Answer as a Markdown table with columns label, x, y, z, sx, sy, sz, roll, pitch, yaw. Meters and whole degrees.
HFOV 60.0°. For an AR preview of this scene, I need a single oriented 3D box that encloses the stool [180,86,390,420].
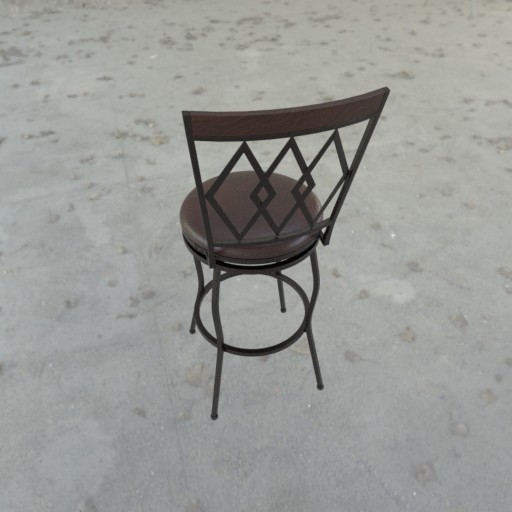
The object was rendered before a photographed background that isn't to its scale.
| label | x | y | z | sx | sy | sz | roll | pitch | yaw |
| --- | --- | --- | --- | --- | --- | --- | --- | --- | --- |
| stool | 0.000 | 0.000 | 1.361 | 0.432 | 1.134 | 0.521 | -11 | 42 | -13 |
